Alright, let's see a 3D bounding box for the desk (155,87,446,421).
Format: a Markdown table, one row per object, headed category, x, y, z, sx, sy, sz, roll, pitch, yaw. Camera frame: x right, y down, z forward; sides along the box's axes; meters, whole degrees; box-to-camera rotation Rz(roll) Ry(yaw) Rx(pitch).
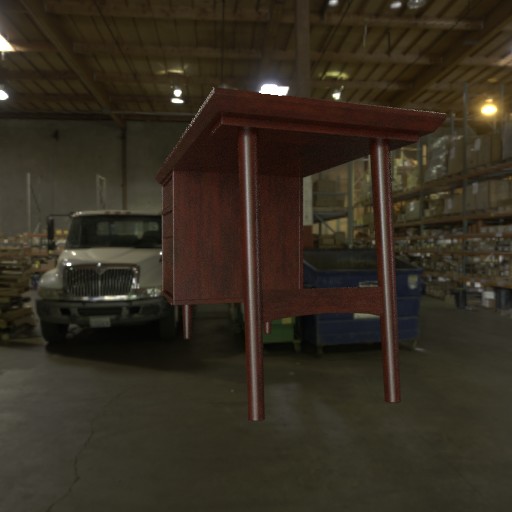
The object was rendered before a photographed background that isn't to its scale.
| category | x | y | z | sx | sy | sz | roll | pitch | yaw |
| --- | --- | --- | --- | --- | --- | --- | --- | --- | --- |
| desk | 0.000 | 0.000 | 1.662 | 0.612 | 0.758 | 1.277 | 0 | 1 | -18 |
